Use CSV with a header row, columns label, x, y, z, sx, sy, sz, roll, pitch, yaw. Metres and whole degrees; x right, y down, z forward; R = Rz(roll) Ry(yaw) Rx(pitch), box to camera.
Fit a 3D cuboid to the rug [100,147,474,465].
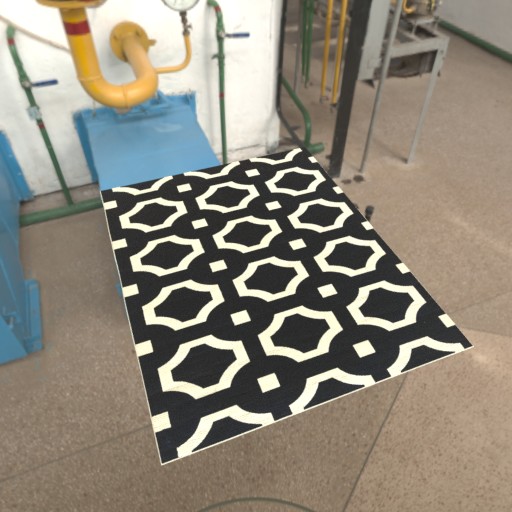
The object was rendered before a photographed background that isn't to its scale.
label,x,y,z,sx,sy,sz,roll,pitch,yaw
rug,0.000,0.000,4.126,2.466,0.021,3.049,-15,48,-15
